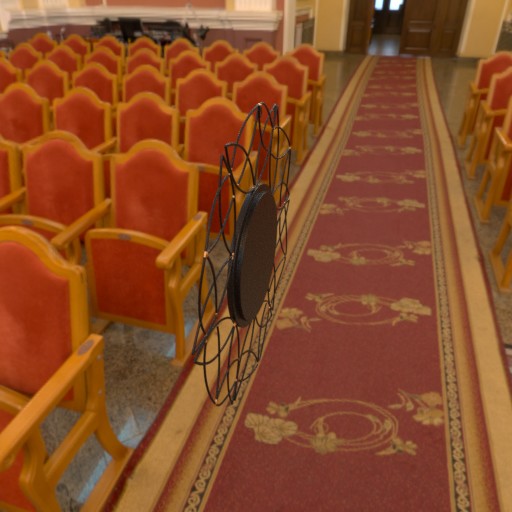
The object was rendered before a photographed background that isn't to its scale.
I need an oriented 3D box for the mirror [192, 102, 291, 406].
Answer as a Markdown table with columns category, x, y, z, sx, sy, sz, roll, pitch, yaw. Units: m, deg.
| category | x | y | z | sx | sy | sz | roll | pitch | yaw |
| --- | --- | --- | --- | --- | --- | --- | --- | --- | --- |
| mirror | 0.000 | 0.000 | 1.167 | 0.028 | 0.775 | 0.797 | 9 | 32 | 14 |
